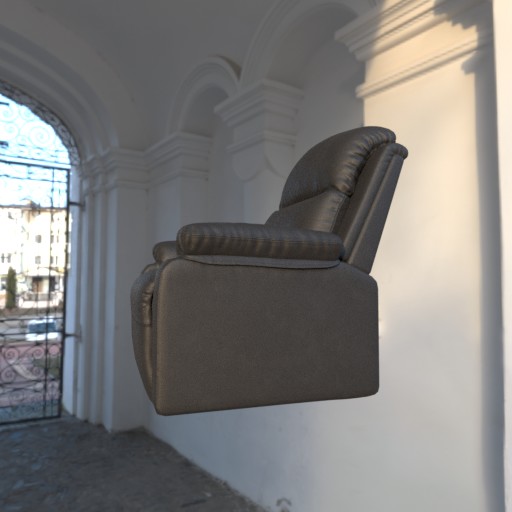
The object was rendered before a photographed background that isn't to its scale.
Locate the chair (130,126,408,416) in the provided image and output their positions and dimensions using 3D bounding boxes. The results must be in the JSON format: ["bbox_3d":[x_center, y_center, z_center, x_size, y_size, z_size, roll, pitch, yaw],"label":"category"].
[{"bbox_3d":[0.000,0.000,1.714,0.919,0.992,0.855,1,-3,-19],"label":"chair"}]
